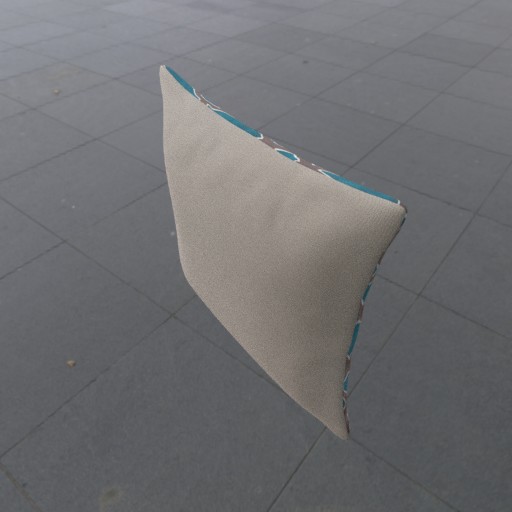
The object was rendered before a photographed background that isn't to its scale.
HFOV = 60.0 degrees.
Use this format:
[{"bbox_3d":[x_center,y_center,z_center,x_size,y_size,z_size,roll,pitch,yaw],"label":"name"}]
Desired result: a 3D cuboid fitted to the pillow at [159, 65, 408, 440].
[{"bbox_3d":[0.000,0.000,0.771,0.166,0.507,0.526,-27,48,-27],"label":"pillow"}]
